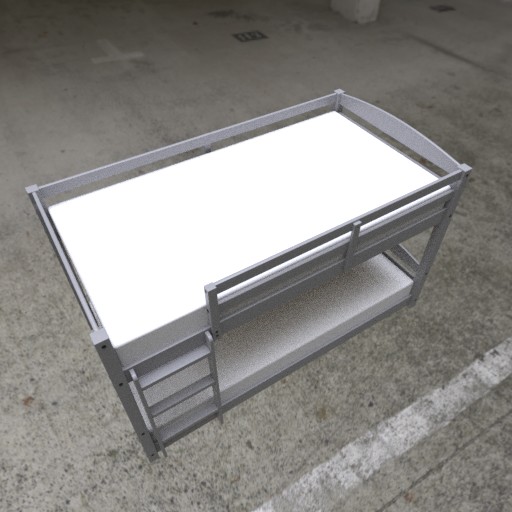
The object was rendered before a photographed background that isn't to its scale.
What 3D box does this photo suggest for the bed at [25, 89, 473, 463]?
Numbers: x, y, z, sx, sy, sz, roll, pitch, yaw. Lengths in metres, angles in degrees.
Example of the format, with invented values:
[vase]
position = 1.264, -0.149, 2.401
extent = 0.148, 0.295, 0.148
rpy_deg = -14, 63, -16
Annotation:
[bed]
position = 0.000, 0.000, 2.644
extent = 2.013, 1.206, 1.105
rpy_deg = -24, 51, -22
